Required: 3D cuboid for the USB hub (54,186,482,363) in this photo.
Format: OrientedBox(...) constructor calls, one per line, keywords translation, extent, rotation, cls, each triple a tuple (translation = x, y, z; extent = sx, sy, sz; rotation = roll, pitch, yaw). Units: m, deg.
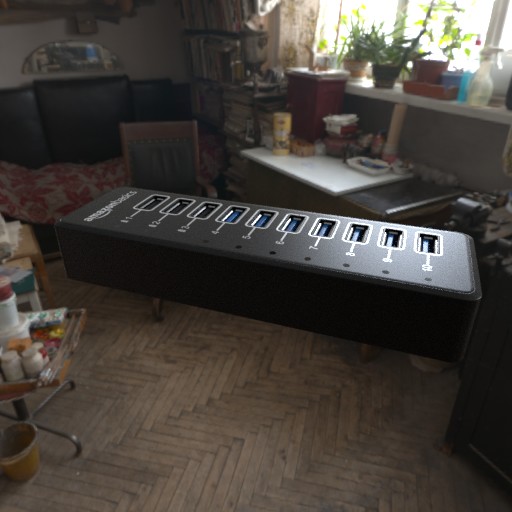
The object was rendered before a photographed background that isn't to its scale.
OrientedBox(translation=(0.000, 0.000, 0.163), extent=(0.145, 0.023, 0.044), rotation=(10, 31, 17), cls="USB hub")
